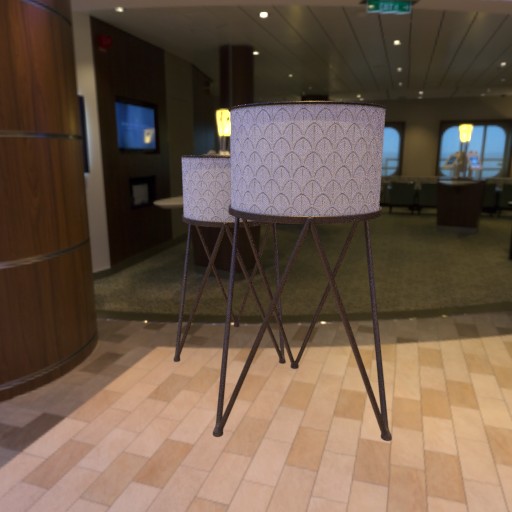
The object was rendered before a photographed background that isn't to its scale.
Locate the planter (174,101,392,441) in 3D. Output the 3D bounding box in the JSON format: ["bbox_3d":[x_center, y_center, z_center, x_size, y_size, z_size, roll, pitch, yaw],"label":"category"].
[{"bbox_3d":[0.000,0.000,1.172,0.413,0.712,0.769,-7,15,-27],"label":"planter"}]
